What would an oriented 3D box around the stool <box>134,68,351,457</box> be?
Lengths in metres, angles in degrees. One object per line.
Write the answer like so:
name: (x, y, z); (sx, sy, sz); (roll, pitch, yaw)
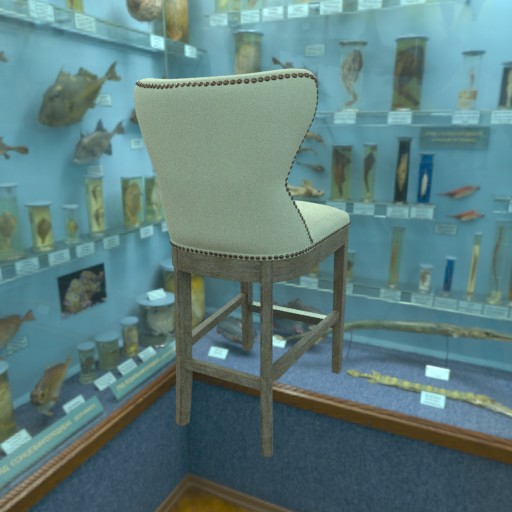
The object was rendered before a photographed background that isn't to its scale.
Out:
stool: (0.000, 0.000, 1.339); (0.498, 0.981, 0.608); (8, 18, 26)
